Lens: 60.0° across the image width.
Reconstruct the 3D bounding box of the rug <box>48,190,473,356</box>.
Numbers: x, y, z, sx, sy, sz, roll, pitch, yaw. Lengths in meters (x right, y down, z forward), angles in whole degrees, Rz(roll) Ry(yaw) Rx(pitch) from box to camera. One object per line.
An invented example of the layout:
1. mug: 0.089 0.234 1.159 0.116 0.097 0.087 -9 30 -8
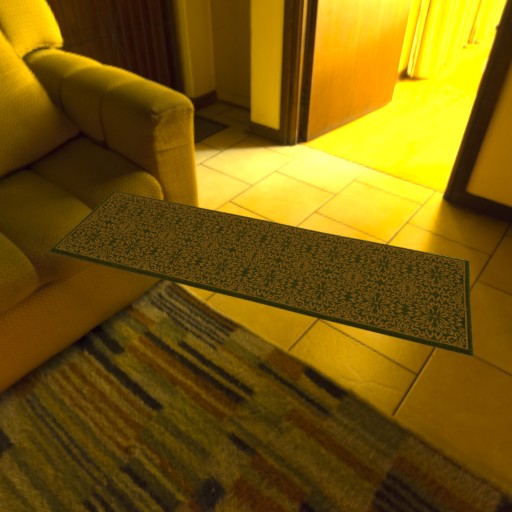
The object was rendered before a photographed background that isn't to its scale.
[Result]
1. rug: 0.000 0.000 2.411 2.196 0.011 0.662 12 42 14
